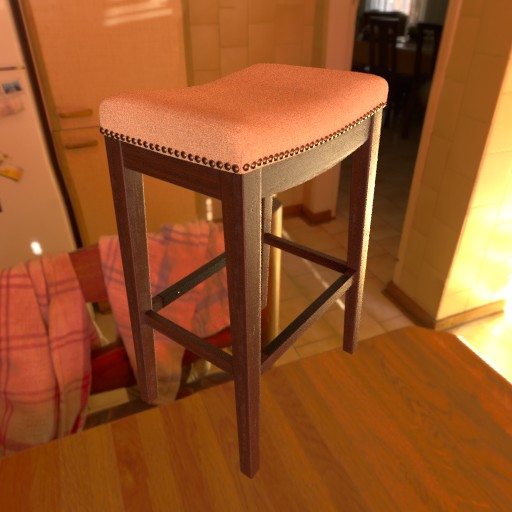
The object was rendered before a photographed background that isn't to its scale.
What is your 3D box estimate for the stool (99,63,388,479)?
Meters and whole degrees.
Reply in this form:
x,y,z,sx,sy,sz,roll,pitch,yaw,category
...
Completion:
x,y,z,sx,sy,sz,roll,pitch,yaw,category
0.000,0.000,1.029,0.363,0.768,0.509,22,38,31,stool
